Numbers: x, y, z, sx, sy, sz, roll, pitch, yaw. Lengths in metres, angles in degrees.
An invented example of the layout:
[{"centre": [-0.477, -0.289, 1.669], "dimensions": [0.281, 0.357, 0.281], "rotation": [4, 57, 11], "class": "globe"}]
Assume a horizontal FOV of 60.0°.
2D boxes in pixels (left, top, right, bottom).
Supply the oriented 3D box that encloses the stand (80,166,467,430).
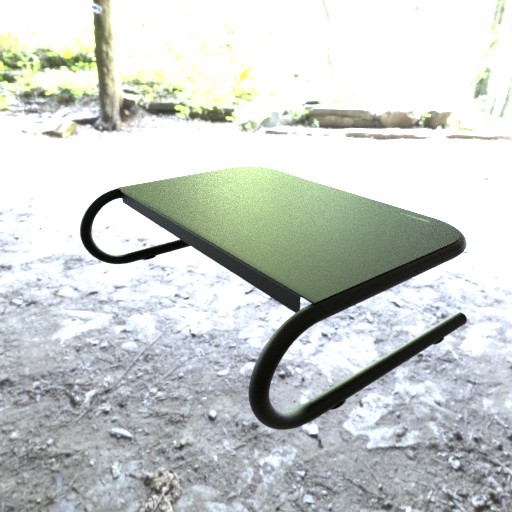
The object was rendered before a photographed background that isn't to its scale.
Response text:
[{"centre": [0.000, 0.000, 0.502], "dimensions": [0.280, 0.108, 0.370], "rotation": [-18, 30, -33], "class": "stand"}]
